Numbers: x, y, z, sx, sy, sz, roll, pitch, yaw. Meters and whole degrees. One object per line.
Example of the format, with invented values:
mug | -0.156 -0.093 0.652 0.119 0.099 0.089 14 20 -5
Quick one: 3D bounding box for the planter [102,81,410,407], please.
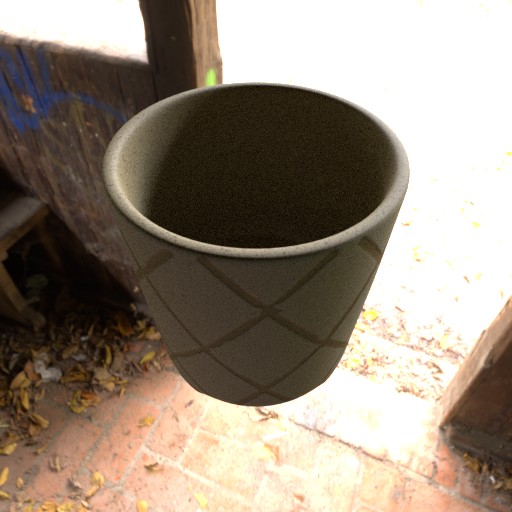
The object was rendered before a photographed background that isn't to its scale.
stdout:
planter | 0.000 0.000 0.419 0.228 0.235 0.228 0 47 0
